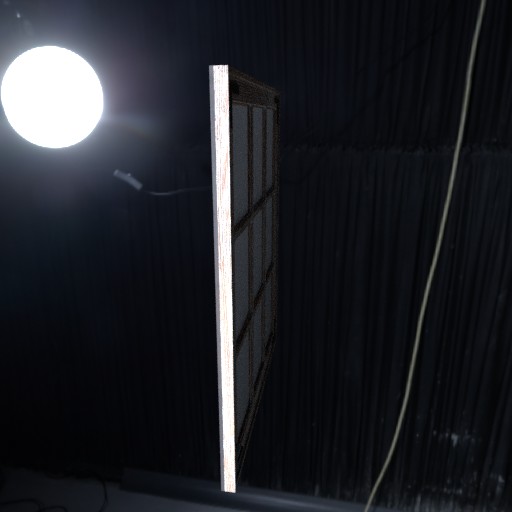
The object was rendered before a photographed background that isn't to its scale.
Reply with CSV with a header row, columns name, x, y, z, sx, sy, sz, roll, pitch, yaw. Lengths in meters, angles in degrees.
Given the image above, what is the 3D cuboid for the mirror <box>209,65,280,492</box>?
name,x,y,z,sx,sy,sz,roll,pitch,yaw
mirror,0.000,0.000,1.206,0.032,0.882,0.730,3,17,9
